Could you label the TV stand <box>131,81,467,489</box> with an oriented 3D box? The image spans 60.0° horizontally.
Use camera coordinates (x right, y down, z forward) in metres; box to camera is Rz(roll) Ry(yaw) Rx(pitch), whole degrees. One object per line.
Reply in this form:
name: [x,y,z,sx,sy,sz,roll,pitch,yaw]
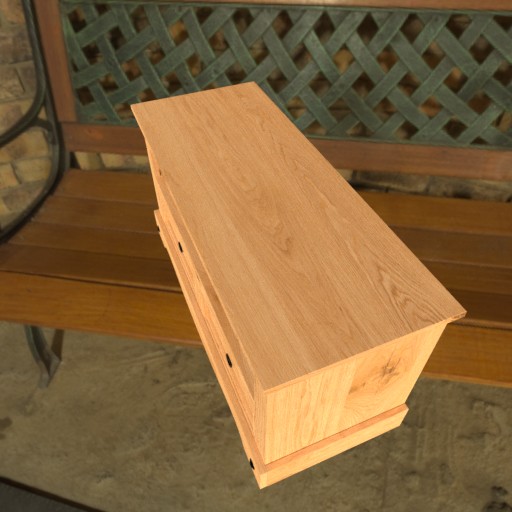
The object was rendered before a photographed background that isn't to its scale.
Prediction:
TV stand: [0.000,0.000,1.347,0.440,0.550,1.080,-17,49,-16]
